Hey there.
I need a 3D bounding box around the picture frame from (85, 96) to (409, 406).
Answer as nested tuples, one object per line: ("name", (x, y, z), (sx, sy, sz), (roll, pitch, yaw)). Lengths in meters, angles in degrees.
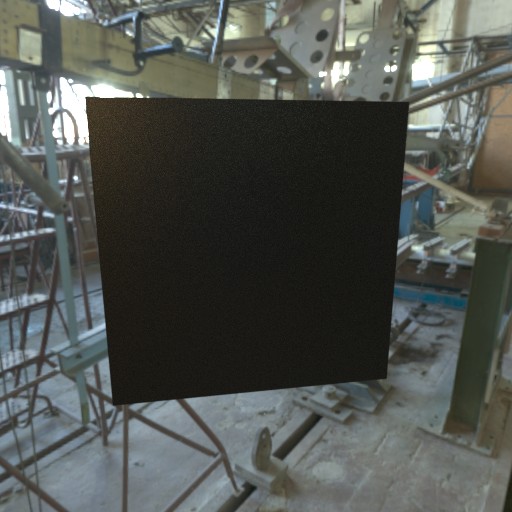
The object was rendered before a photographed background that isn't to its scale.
("picture frame", (0.000, 0.000, 0.836), (0.559, 0.557, 0.029), (-3, 15, -10))
